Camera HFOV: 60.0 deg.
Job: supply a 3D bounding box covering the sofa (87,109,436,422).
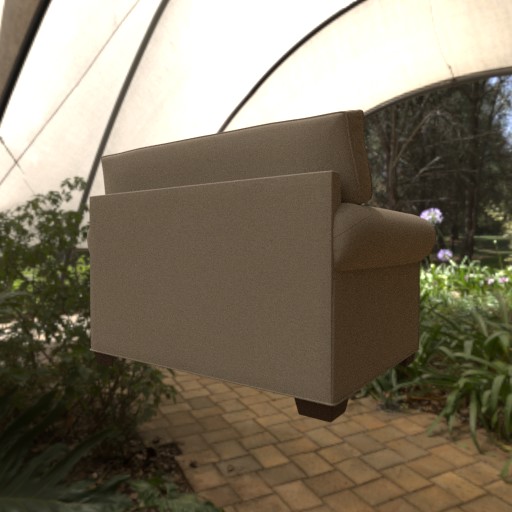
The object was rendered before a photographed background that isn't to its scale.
[{"bbox_3d":[0.000,0.000,2.075,1.405,1.006,0.937,1,2,35],"label":"sofa"}]
